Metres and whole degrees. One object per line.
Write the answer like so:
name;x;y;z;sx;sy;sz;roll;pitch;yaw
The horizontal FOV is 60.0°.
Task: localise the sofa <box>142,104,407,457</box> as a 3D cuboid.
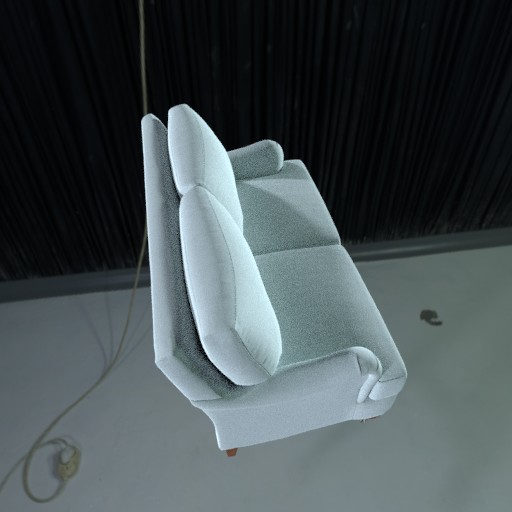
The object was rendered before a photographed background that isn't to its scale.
sofa;0.000;0.000;2.533;1.084;1.101;1.853;-9;46;-8
